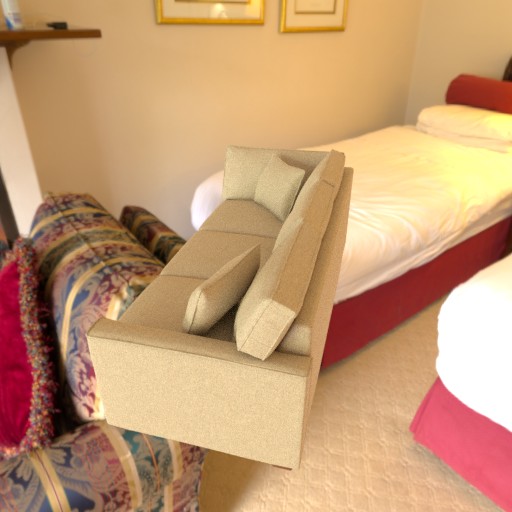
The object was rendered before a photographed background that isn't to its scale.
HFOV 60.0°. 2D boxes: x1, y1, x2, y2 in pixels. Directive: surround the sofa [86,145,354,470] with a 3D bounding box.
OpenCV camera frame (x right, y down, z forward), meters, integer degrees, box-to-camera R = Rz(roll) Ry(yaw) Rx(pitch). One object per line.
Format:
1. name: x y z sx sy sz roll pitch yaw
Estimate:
1. sofa: 0.000 0.000 2.900 1.061 0.962 2.317 8 30 13
